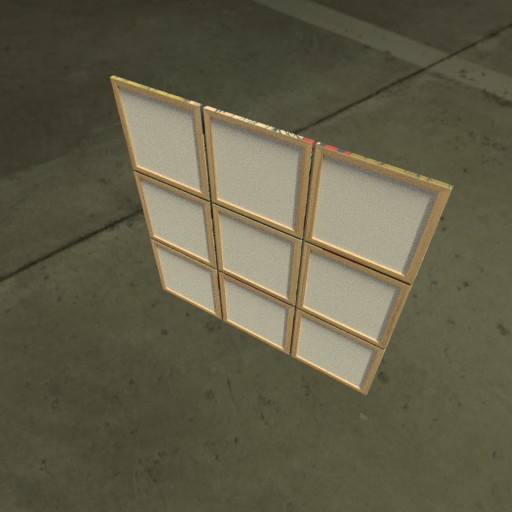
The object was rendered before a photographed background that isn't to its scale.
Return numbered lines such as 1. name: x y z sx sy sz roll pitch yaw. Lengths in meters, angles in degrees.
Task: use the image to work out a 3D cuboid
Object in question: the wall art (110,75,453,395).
1. wall art: 0.000 0.000 1.366 0.904 0.913 0.013 24 52 20
